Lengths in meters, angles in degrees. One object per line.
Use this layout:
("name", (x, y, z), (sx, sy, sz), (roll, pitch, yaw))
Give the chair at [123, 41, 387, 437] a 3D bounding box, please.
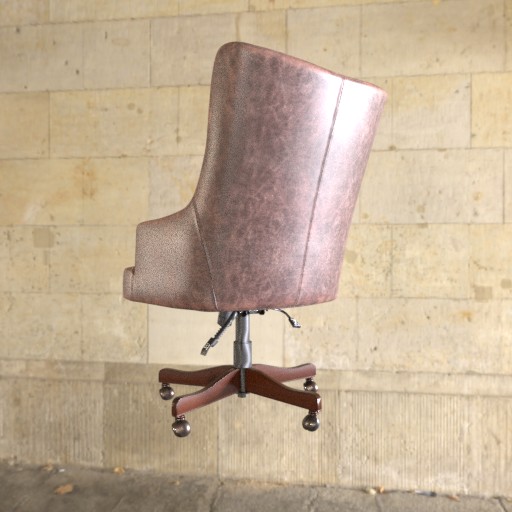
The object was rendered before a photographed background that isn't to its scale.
("chair", (0.000, 0.000, 1.441), (0.641, 1.035, 0.762), (0, 0, -36))
